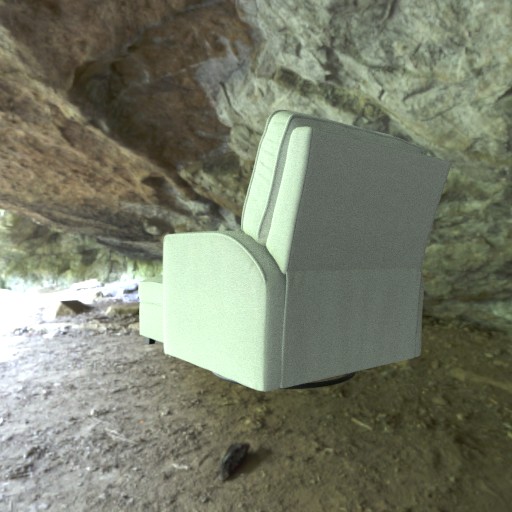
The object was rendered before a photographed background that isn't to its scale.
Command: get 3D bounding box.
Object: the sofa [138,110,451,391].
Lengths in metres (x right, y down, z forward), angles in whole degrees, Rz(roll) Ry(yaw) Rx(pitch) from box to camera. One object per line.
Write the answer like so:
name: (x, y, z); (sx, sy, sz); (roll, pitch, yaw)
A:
sofa: (0.000, 0.000, 2.039); (0.861, 0.959, 1.472); (0, 0, -37)
